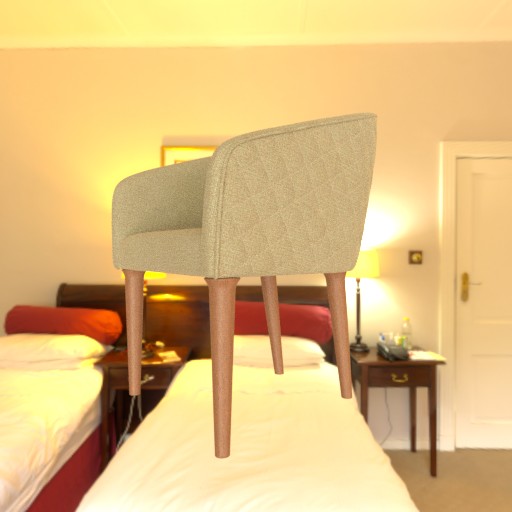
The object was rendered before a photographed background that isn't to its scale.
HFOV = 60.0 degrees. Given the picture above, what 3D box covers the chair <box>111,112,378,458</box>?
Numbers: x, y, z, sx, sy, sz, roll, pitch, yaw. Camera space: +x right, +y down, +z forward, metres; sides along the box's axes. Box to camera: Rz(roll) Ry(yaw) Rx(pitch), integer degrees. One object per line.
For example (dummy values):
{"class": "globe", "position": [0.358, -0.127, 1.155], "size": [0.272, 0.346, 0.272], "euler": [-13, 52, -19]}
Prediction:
{"class": "chair", "position": [0.000, 0.000, 1.209], "size": [0.616, 0.775, 0.584], "euler": [-1, 1, -36]}
